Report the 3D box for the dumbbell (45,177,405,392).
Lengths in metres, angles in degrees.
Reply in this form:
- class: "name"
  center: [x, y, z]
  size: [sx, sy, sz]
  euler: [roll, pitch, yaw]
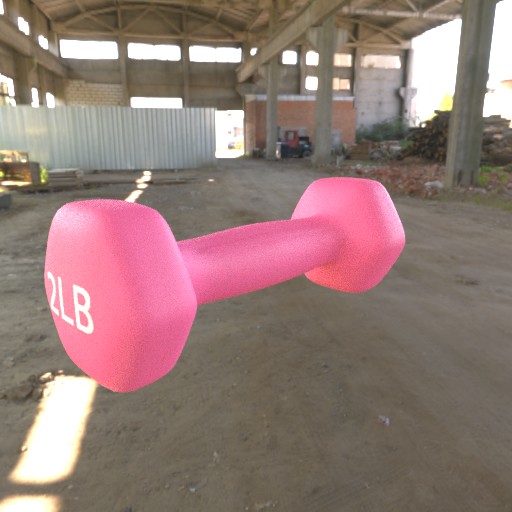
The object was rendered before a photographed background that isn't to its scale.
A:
- class: "dumbbell"
  center: [0.000, 0.000, 0.170]
  size: [0.146, 0.053, 0.058]
  euler: [-14, 20, -43]
